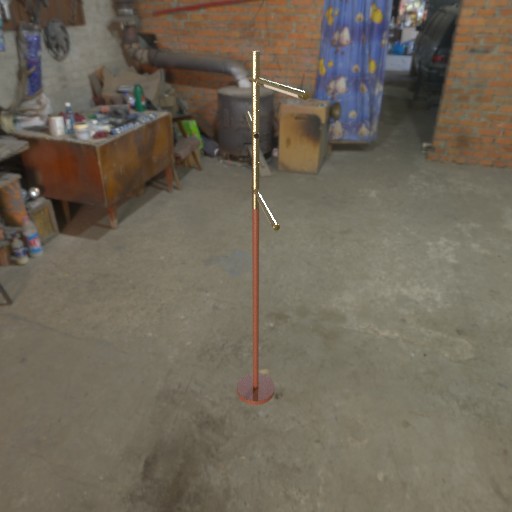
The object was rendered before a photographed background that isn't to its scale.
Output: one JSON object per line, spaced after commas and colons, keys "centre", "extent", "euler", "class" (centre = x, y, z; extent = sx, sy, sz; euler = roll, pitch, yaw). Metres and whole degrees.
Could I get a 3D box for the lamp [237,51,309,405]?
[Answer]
{"centre": [0.000, 0.000, 2.025], "extent": [0.209, 1.704, 0.737], "euler": [-10, 31, -17], "class": "lamp"}
